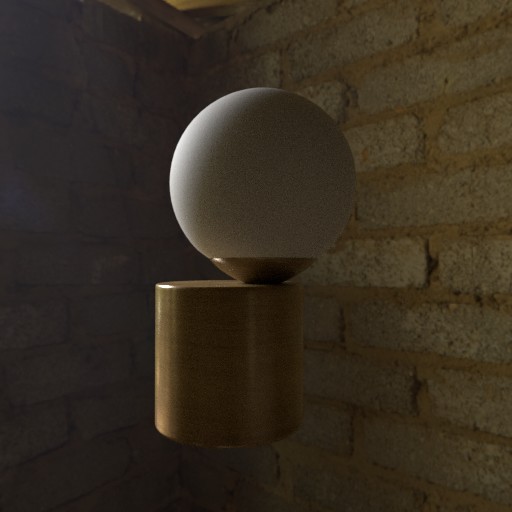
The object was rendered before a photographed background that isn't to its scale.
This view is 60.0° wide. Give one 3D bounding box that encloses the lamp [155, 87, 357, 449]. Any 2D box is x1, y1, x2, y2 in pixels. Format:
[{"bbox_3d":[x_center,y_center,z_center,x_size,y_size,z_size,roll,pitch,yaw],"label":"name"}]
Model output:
[{"bbox_3d":[0.000,0.000,0.342,0.152,0.250,0.141,0,-1,1],"label":"lamp"}]
